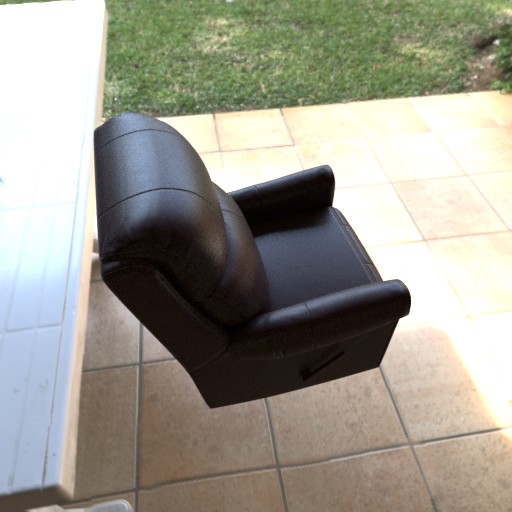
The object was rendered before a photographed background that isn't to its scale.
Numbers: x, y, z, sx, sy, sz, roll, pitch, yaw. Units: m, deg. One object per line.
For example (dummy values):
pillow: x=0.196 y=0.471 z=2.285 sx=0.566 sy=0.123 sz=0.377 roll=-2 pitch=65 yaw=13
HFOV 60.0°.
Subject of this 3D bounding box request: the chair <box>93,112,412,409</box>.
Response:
chair: x=0.000 y=0.000 z=1.764 sx=1.014 sy=1.054 sz=0.838 roll=-11 pitch=49 yaw=-10
